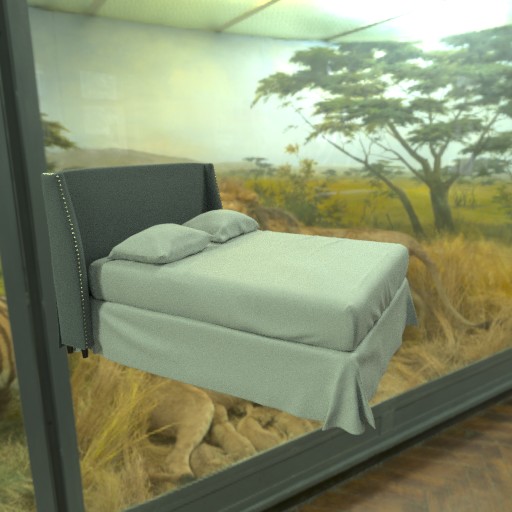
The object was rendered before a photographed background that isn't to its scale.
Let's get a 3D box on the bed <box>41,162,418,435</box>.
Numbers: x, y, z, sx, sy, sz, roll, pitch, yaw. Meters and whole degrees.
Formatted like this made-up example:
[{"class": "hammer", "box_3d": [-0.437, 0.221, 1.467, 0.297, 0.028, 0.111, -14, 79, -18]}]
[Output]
[{"class": "bed", "box_3d": [0.000, 0.000, 3.405, 2.276, 1.332, 1.925, 7, 16, 27]}]
